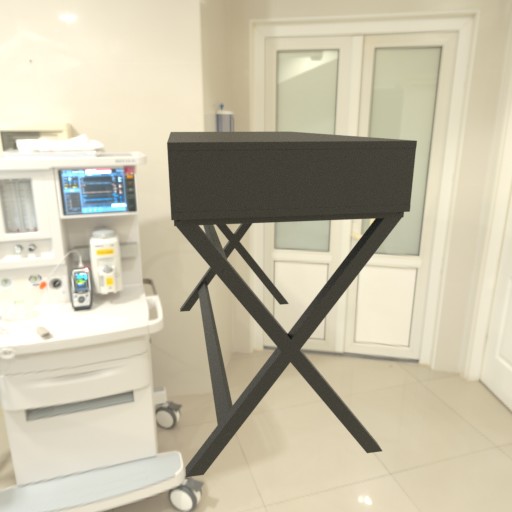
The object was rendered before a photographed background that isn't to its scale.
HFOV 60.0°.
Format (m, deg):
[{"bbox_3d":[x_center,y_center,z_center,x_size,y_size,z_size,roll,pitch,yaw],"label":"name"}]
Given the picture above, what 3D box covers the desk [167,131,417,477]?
[{"bbox_3d":[0.000,0.000,1.479,0.525,0.780,1.057,-3,17,-10],"label":"desk"}]
